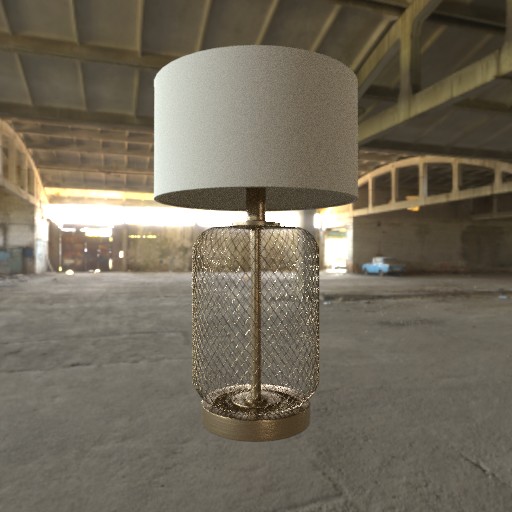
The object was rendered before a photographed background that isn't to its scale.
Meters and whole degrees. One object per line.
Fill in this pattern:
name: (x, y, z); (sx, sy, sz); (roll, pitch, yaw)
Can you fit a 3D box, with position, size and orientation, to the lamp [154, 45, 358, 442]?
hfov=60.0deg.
lamp: (0.000, 0.000, 0.783); (0.353, 0.578, 0.353); (0, 0, 0)
